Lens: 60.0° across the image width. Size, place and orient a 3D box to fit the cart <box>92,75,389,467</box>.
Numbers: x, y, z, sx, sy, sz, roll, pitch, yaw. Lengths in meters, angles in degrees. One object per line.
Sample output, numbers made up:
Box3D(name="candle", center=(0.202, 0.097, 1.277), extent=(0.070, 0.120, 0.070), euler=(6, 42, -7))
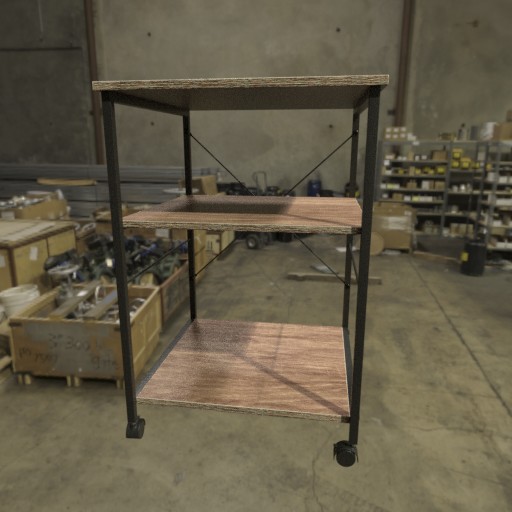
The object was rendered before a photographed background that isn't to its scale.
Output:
Box3D(name="cart", center=(0.000, 0.000, 1.106), extent=(0.521, 0.762, 0.520), euler=(2, 14, 9))
